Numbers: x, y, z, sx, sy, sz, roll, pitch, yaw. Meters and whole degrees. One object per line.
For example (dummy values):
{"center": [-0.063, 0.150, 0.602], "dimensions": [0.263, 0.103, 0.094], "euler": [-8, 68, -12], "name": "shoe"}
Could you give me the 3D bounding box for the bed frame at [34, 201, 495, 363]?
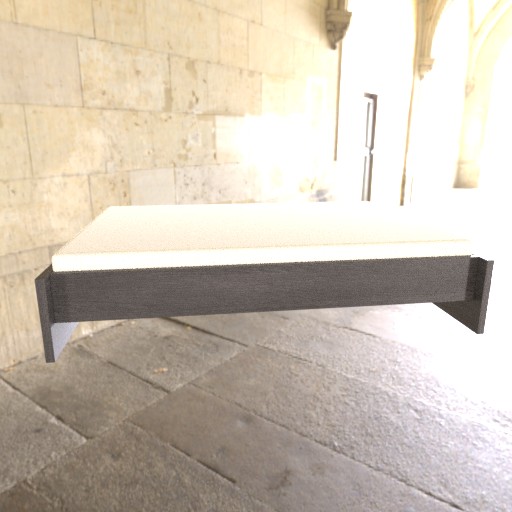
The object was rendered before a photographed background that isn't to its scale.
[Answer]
{"center": [0.000, 0.000, 2.602], "dimensions": [1.950, 0.432, 1.490], "euler": [-2, 15, -8], "name": "bed frame"}
